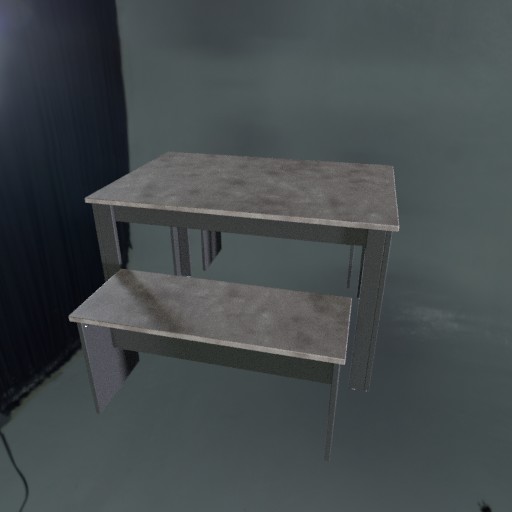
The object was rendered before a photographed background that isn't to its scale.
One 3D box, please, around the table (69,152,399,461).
[{"bbox_3d":[0.000,0.000,1.971,1.100,0.700,1.443,6,27,12],"label":"table"}]
